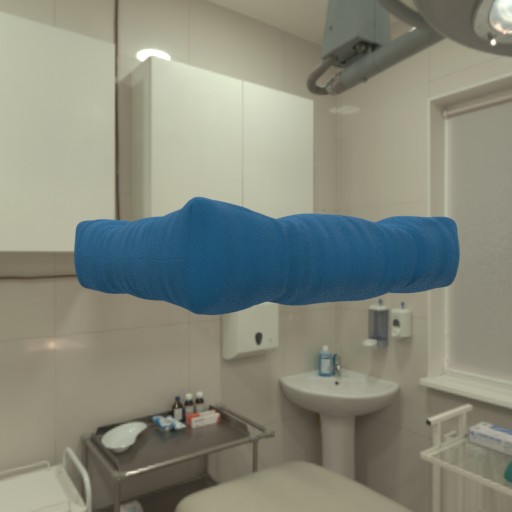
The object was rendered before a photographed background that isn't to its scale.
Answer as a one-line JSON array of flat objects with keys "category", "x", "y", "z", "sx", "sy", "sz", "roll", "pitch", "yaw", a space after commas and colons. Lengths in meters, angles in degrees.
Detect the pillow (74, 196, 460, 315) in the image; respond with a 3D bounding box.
[{"category": "pillow", "x": 0.000, "y": 0.000, "z": 0.741, "sx": 0.490, "sy": 0.128, "sz": 0.468, "roll": 0, "pitch": 0, "yaw": -36}]
